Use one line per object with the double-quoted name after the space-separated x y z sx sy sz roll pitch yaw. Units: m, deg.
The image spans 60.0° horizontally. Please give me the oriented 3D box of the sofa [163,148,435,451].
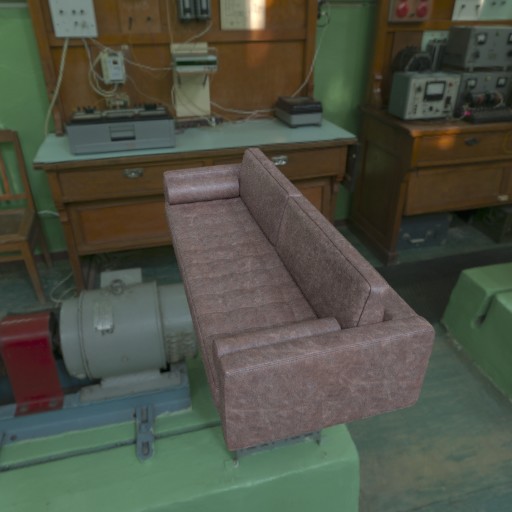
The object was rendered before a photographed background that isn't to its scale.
0.000 0.000 2.687 0.914 0.762 2.210 -8 32 -14 "sofa"
